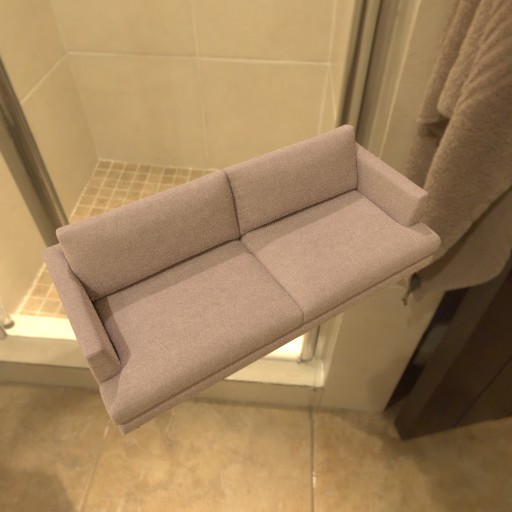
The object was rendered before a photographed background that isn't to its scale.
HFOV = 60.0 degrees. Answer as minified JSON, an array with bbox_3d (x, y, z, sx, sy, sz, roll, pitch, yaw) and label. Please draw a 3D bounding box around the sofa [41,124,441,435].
[{"bbox_3d":[0.000,0.000,2.759,2.250,0.868,1.020,-25,51,-21],"label":"sofa"}]
